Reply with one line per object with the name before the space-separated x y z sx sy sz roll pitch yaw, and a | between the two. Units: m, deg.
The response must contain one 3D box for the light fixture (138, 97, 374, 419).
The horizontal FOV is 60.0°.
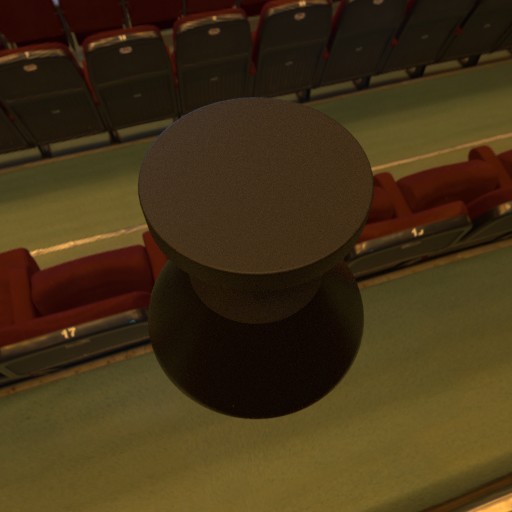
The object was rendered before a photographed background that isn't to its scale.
light fixture | 0.000 0.000 0.339 0.200 0.183 0.200 0 57 0
